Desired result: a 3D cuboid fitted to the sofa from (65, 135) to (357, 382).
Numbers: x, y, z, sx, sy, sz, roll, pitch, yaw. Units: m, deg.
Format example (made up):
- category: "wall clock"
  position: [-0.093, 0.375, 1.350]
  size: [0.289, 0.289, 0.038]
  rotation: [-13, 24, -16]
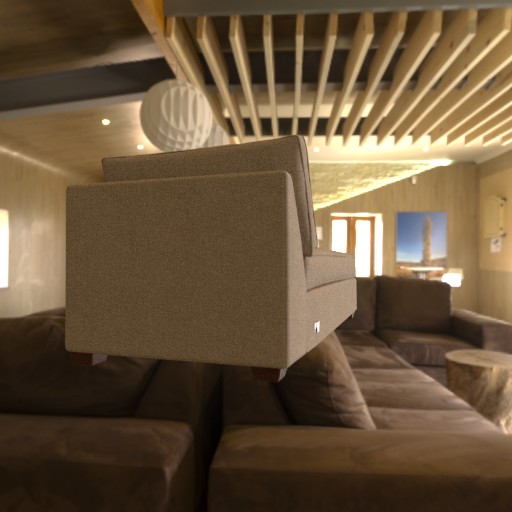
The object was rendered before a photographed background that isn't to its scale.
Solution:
- category: "sofa"
  position: [0.000, 0.000, 2.901]
  size: [1.110, 1.019, 2.238]
  rotation: [0, -1, 19]
